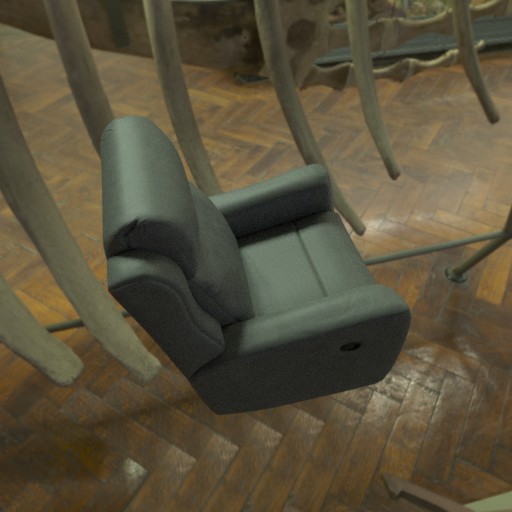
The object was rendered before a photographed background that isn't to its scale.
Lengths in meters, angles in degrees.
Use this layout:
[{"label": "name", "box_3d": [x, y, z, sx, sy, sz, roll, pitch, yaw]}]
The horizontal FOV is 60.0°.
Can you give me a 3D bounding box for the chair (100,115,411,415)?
[{"label": "chair", "box_3d": [0.000, 0.000, 1.900, 1.068, 1.116, 0.965, -10, 47, -10]}]
